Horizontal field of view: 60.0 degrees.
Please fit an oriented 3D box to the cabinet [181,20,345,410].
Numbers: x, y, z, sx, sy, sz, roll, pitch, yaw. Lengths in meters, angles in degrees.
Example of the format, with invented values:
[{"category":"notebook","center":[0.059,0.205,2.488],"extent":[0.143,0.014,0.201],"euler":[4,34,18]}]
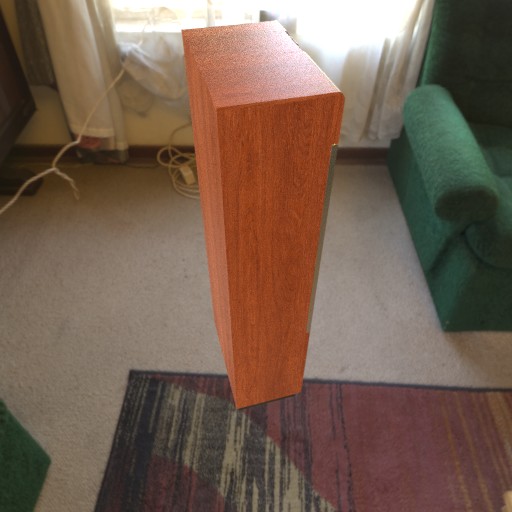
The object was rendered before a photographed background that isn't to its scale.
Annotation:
[{"category":"cabinet","center":[0.000,0.000,2.247],"extent":[0.420,1.980,0.660],"euler":[-11,47,-11]}]
